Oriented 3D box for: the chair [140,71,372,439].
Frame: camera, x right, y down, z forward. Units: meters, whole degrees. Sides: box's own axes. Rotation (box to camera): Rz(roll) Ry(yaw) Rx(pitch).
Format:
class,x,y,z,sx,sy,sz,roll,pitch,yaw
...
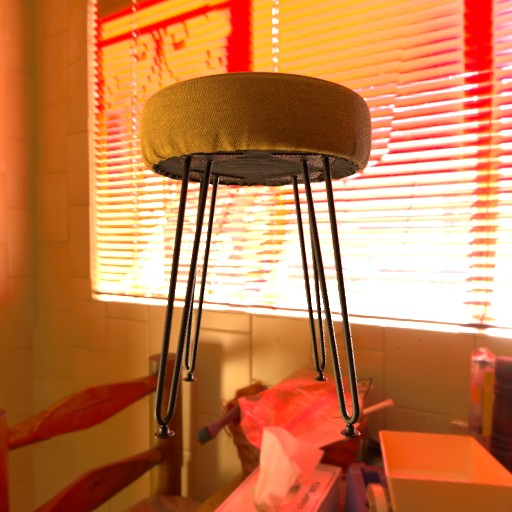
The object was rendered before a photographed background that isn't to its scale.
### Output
class,x,y,z,sx,sy,sz,roll,pitch,yaw
chair,0.000,0.000,0.685,0.345,0.455,0.345,0,1,-1
